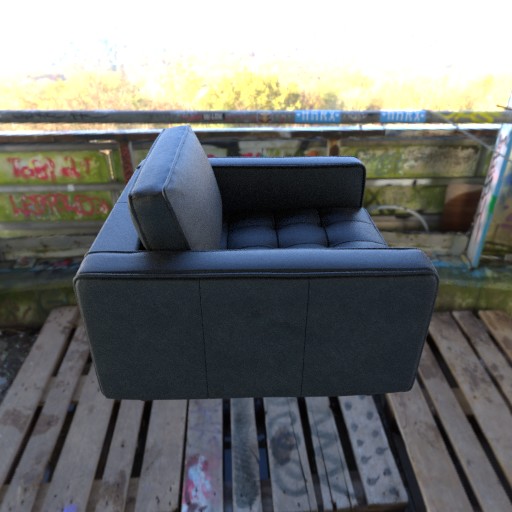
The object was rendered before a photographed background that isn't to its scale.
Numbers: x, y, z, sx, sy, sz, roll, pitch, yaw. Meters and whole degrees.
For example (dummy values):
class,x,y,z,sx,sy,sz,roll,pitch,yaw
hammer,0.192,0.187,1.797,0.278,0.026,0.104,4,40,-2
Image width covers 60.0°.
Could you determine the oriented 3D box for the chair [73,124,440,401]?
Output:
class,x,y,z,sx,sy,sz,roll,pitch,yaw
chair,0.000,0.000,1.531,0.914,0.763,0.889,-1,31,-1
